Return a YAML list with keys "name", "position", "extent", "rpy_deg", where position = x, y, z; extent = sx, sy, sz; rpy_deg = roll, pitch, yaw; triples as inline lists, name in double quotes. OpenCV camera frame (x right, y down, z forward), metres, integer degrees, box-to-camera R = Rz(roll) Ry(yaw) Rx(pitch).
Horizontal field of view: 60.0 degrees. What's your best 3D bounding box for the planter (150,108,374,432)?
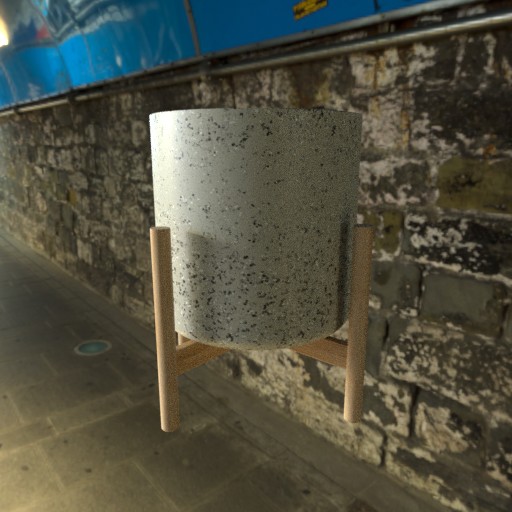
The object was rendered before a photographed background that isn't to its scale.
- name: "planter"
  position: [0.000, 0.000, 0.697]
  extent: [0.360, 0.419, 0.360]
  rpy_deg: [-7, 15, -26]
